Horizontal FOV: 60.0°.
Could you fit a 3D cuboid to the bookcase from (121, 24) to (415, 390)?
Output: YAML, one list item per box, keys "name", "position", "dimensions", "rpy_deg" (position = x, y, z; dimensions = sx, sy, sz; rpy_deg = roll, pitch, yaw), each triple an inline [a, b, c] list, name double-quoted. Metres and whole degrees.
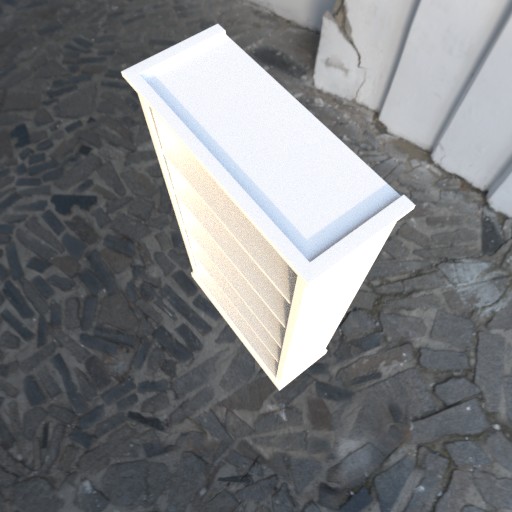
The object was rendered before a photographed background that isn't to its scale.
- name: "bookcase"
  position: [0.000, 0.000, 2.327]
  dimensions: [0.432, 1.880, 1.050]
  rpy_deg: [-35, 69, -15]
